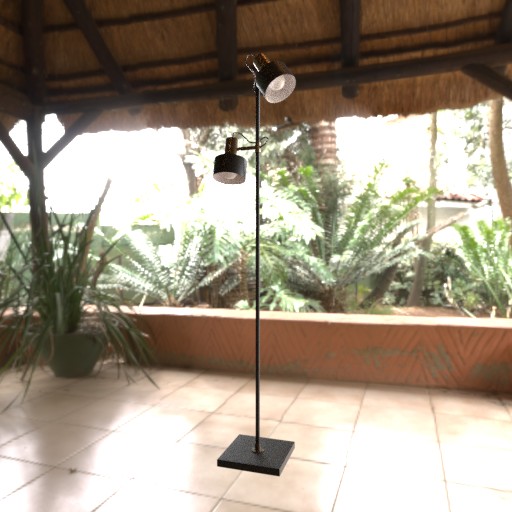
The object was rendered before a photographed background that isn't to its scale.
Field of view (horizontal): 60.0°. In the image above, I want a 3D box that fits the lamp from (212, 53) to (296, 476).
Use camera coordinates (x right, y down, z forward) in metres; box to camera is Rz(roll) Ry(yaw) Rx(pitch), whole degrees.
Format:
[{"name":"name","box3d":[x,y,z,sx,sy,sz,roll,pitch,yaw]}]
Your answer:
[{"name":"lamp","box3d":[0.000,0.000,1.654,0.315,1.505,0.233,0,1,18]}]
